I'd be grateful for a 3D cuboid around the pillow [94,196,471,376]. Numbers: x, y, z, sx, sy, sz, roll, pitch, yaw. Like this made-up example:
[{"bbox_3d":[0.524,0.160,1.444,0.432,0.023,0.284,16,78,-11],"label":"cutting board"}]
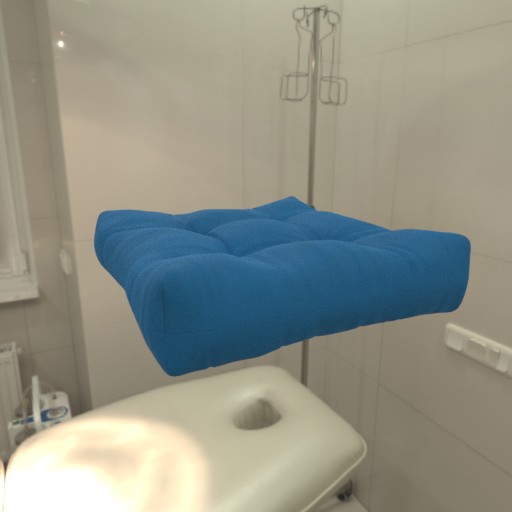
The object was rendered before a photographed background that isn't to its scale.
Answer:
[{"bbox_3d":[0.000,0.000,0.741,0.468,0.128,0.490,-7,17,-26],"label":"pillow"}]
